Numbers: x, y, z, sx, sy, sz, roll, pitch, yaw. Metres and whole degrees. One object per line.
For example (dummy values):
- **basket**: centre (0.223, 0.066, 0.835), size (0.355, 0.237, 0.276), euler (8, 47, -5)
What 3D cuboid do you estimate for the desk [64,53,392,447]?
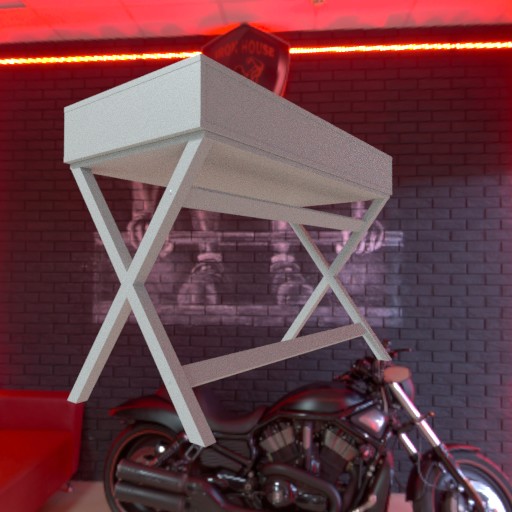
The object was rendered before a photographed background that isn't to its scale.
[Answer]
- **desk**: centre (0.000, 0.000, 1.450), size (0.525, 0.780, 1.057), euler (-1, -2, 37)
